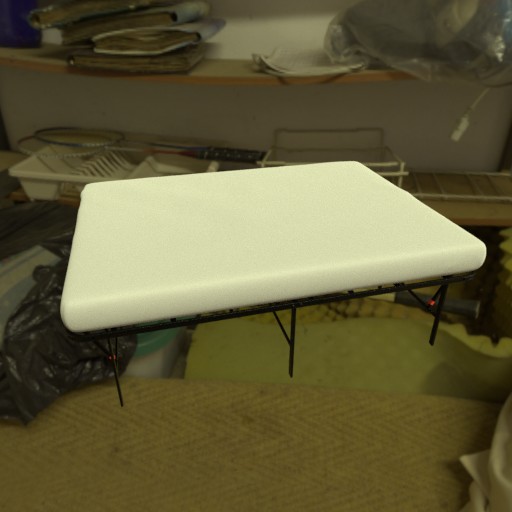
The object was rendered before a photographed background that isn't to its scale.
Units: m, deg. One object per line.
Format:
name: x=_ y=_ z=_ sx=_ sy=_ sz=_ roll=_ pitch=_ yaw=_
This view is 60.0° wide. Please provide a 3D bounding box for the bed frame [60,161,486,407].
bed frame: x=0.000 y=0.000 z=2.549 sx=1.905 sy=0.637 sz=1.372 roll=-7 pitch=30 yaw=-13
